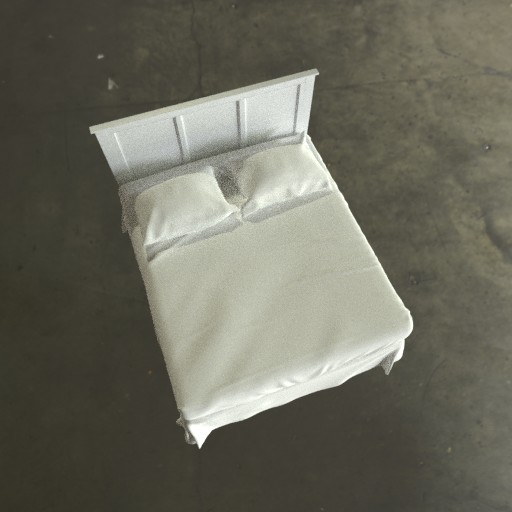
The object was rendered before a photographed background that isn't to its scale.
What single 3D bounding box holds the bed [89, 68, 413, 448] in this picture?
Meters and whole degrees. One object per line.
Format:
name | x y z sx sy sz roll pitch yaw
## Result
bed | 0.000 0.000 3.213 1.876 1.269 2.047 -18 64 -9
